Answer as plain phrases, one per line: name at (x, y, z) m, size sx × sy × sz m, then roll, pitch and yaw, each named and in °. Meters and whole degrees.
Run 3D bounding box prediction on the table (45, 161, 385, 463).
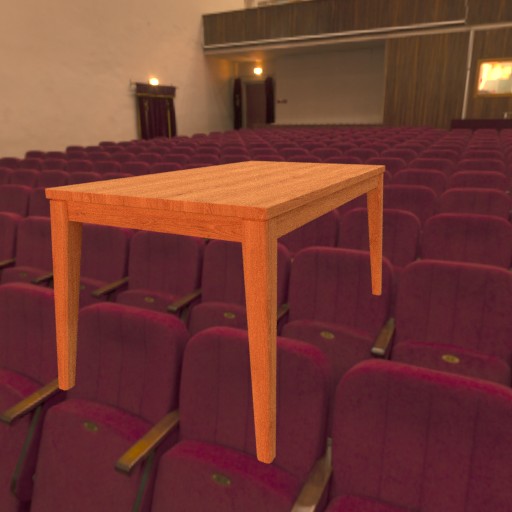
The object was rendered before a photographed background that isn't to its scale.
table at (0.000, 0.000, 2.089) m, size 0.900 × 0.760 × 1.600 m, roll 8°, pitch 18°, yaw 26°
